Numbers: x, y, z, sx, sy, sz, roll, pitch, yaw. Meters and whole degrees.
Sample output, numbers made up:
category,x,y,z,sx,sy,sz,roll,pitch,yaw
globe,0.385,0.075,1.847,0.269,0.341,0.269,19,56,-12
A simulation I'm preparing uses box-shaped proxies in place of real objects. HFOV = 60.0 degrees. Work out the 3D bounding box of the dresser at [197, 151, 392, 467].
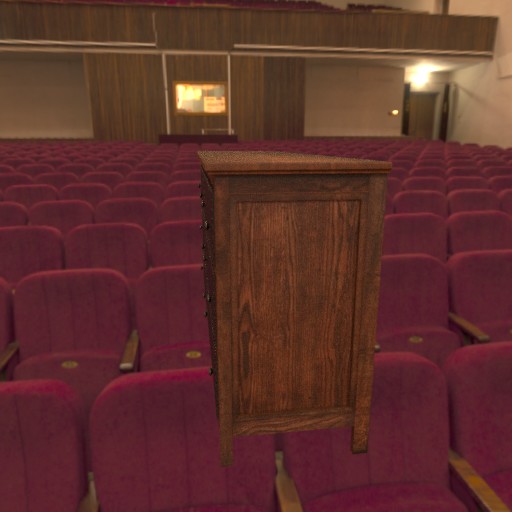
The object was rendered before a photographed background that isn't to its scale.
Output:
category,x,y,z,sx,sy,sz,roll,pitch,yaw
dresser,0.000,0.000,1.910,0.463,0.856,1.551,-2,14,-8
